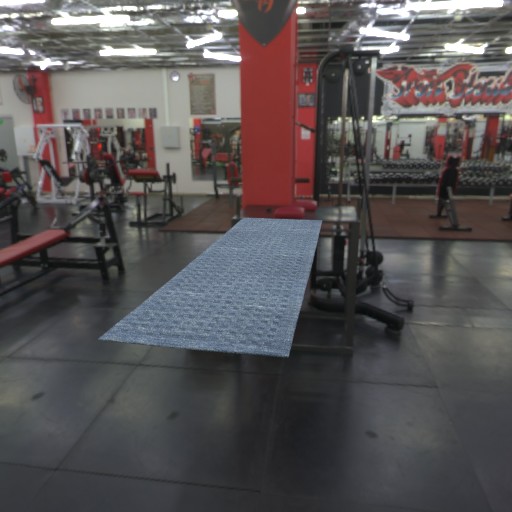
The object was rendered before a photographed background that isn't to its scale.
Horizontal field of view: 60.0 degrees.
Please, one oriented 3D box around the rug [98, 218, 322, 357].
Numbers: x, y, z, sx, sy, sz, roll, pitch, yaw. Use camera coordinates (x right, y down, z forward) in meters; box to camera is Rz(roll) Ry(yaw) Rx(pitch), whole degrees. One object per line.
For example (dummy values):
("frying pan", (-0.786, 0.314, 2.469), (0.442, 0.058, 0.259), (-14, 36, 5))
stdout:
("rug", (0.000, 0.000, 2.677), (0.688, 0.008, 2.443), (3, 16, 10))
